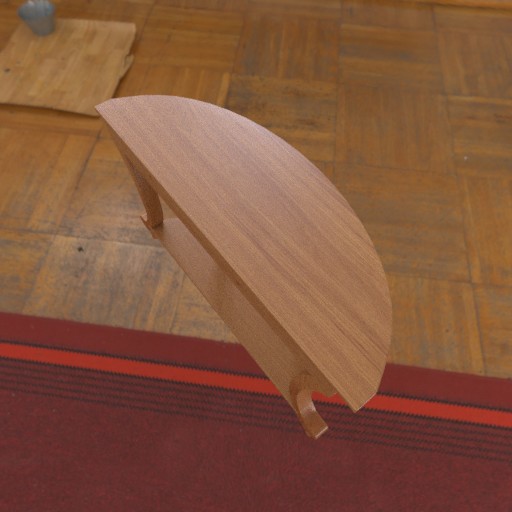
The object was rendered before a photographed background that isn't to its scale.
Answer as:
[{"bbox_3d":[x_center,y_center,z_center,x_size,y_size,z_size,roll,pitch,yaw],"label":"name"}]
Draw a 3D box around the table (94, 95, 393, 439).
[{"bbox_3d":[0.000,0.000,1.536,0.394,0.692,1.198,-33,64,-19],"label":"table"}]
